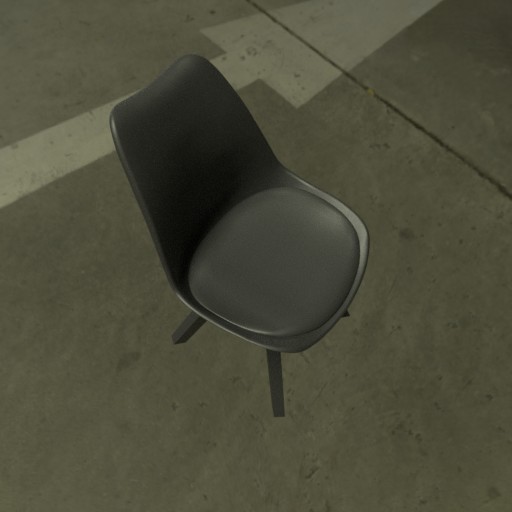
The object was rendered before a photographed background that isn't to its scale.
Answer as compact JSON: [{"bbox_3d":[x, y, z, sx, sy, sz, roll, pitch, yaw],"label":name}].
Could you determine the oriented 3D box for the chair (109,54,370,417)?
[{"bbox_3d":[0.000,0.000,1.176,0.550,0.850,0.485,31,62,18],"label":"chair"}]
